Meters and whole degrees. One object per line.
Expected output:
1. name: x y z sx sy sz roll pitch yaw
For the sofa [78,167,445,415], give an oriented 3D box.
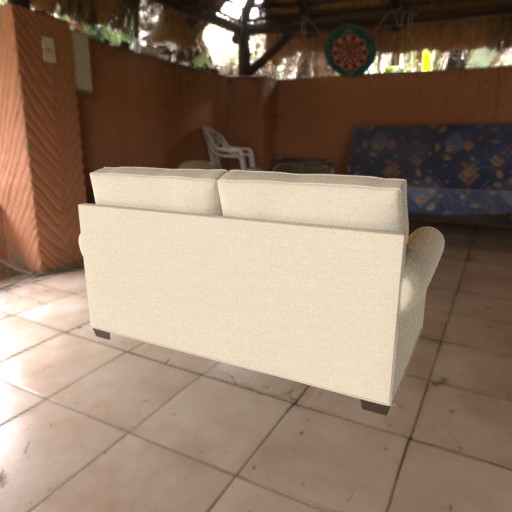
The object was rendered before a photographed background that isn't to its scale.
1. sofa: 0.000 0.000 2.345 1.774 0.933 0.861 8 17 26
